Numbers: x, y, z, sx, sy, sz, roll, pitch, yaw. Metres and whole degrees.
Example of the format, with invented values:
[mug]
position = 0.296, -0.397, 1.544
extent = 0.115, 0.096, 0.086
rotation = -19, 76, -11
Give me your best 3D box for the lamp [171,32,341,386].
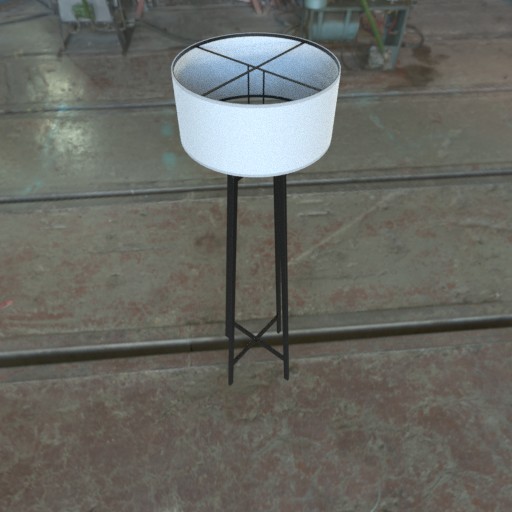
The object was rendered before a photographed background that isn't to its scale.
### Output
[lamp]
position = 0.000, 0.000, 1.751
extent = 0.457, 1.510, 0.456
rotation = 31, 54, 26
